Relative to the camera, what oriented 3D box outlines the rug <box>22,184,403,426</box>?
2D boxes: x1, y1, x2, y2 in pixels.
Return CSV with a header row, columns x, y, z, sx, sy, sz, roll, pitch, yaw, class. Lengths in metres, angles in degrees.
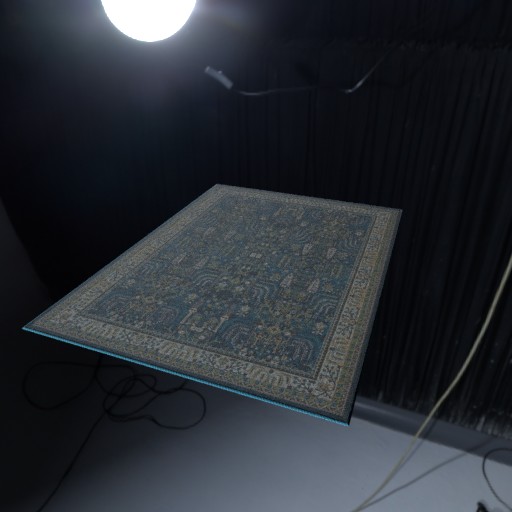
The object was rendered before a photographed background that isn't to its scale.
x,y,z,sx,sy,sz,roll,pitch,yaw,class
0.000,0.000,3.898,2.226,0.015,3.044,11,31,18,rug
